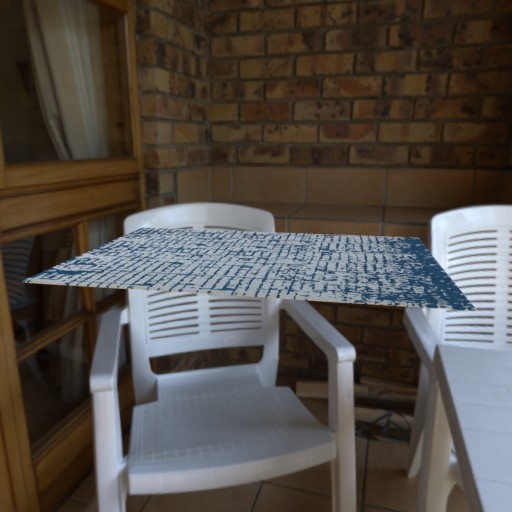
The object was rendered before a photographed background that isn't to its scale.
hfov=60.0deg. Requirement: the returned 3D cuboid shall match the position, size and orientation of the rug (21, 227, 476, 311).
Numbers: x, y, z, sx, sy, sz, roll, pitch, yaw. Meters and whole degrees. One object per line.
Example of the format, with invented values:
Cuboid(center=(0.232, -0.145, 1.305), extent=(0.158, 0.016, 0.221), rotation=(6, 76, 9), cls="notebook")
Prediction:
Cuboid(center=(0.000, 0.000, 2.324), extent=(1.828, 0.007, 1.220), rotation=(3, 15, 10), cls="rug")
